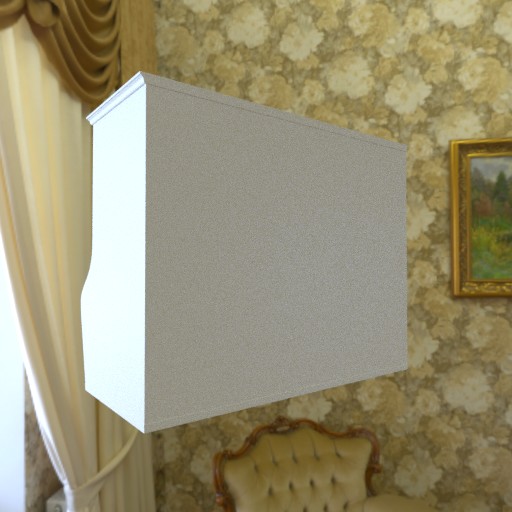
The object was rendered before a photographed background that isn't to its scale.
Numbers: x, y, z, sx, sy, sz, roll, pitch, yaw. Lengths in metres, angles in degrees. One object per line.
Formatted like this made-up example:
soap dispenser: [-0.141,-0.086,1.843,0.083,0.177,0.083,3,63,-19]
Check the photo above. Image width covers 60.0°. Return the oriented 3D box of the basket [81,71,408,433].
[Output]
basket: [0.000,0.000,1.150,0.792,0.625,0.376,1,-1,-37]
